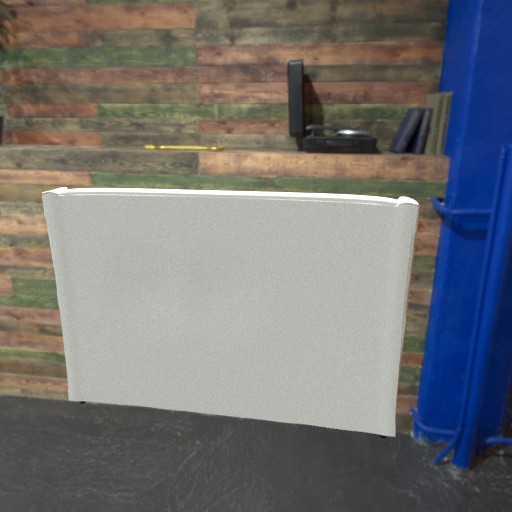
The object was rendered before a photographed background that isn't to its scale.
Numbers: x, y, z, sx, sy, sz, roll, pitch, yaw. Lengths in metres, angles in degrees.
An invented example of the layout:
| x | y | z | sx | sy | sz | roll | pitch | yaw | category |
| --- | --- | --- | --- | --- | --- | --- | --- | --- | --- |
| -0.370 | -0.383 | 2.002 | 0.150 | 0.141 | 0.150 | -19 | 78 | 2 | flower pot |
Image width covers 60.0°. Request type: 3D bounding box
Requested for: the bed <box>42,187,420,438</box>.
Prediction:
| x | y | z | sx | sy | sz | roll | pitch | yaw | category |
| --- | --- | --- | --- | --- | --- | --- | --- | --- | --- |
| 0.000 | 0.000 | 3.408 | 1.925 | 1.332 | 2.276 | 3 | 18 | 9 | bed |
